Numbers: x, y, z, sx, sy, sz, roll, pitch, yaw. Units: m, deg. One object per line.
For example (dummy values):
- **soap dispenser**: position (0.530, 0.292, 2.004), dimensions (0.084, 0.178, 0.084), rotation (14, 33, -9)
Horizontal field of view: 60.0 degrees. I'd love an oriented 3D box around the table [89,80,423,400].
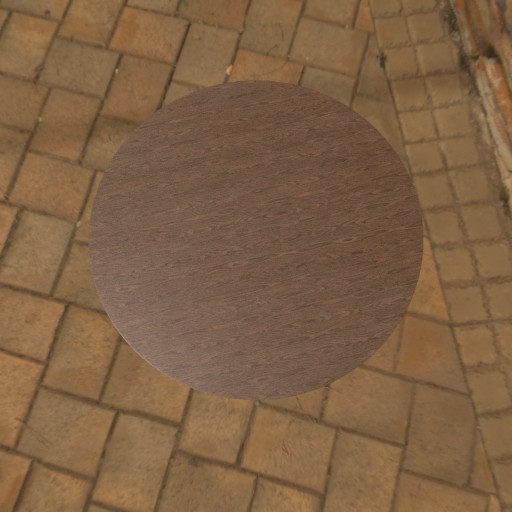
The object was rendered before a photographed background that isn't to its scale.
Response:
- **table**: position (0.000, 0.000, 1.781), dimensions (1.053, 0.786, 1.053), rotation (0, 76, 0)
